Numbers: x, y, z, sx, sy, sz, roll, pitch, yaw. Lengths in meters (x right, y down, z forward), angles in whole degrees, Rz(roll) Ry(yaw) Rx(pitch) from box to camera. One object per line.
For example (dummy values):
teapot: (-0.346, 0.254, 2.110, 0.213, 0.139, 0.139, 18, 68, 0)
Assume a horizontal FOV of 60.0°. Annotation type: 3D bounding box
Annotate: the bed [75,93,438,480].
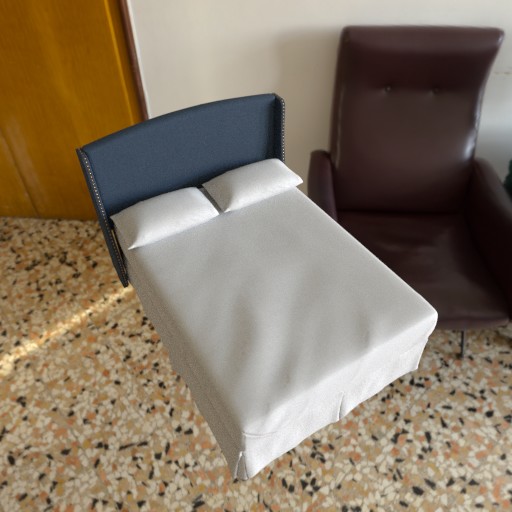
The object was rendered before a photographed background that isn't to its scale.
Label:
bed: (0.000, 0.000, 3.285, 1.710, 1.407, 2.237, -24, 50, -22)
